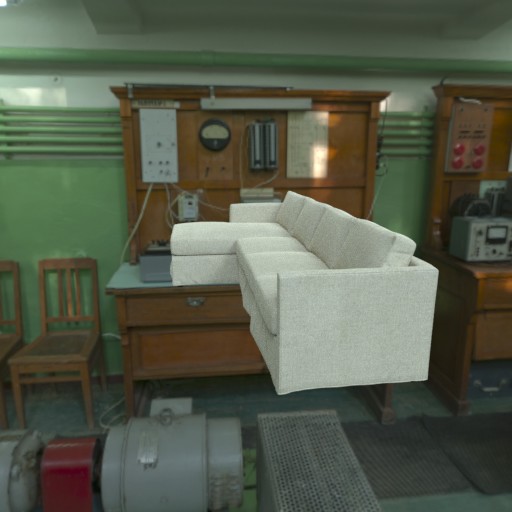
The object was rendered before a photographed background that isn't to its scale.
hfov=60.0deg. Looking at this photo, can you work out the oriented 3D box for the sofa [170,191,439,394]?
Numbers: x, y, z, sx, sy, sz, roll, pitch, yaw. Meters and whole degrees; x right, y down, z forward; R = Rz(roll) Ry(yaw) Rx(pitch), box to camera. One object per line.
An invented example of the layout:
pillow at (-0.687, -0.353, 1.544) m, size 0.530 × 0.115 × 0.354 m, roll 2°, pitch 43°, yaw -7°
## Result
sofa at (0.000, 0.000, 3.982) m, size 1.650 × 0.922 × 3.205 m, roll -2°, pitch 14°, yaw -8°
